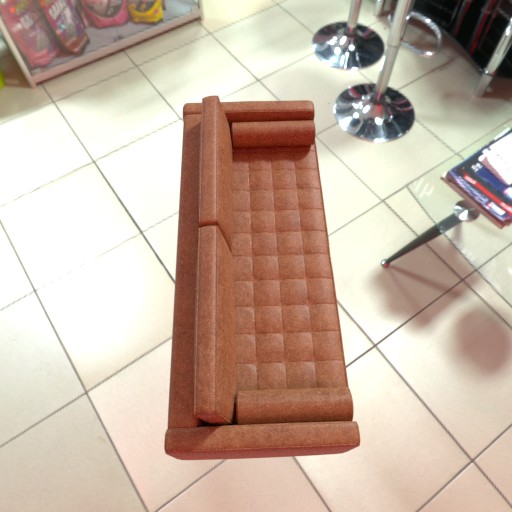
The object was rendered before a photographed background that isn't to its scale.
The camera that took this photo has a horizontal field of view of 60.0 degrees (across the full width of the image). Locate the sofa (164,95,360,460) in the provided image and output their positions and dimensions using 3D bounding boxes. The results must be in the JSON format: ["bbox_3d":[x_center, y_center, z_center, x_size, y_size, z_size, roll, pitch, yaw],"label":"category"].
[{"bbox_3d":[0.000,0.000,2.665,0.919,0.770,2.200,-2,62,-1],"label":"sofa"}]
